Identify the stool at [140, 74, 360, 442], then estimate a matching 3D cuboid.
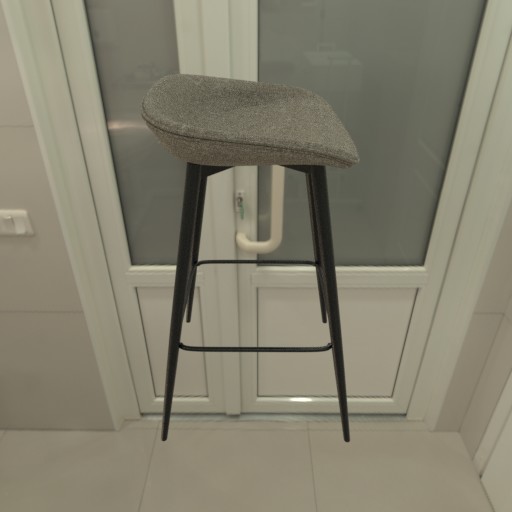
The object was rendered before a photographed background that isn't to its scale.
[{"bbox_3d":[0.000,0.000,1.100,0.480,0.814,0.469,0,32,0],"label":"stool"}]
